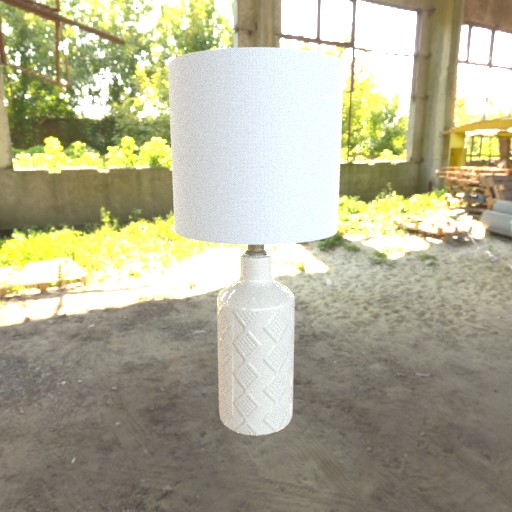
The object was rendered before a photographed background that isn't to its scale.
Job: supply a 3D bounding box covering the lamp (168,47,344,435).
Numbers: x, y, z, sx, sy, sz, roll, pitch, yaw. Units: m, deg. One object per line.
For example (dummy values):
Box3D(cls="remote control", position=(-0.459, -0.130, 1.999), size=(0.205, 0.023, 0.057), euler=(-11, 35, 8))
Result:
Box3D(cls="lamp", position=(0.000, 0.000, 0.580), size=(0.207, 0.461, 0.207), euler=(6, 14, 26))
